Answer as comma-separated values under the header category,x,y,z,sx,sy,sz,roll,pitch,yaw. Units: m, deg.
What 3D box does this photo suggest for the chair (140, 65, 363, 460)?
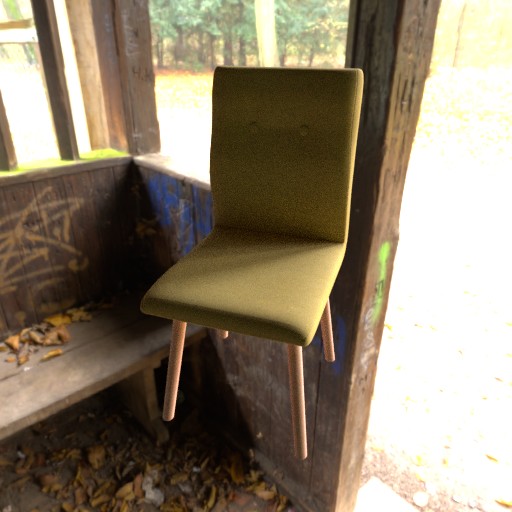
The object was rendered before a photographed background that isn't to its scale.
category,x,y,z,sx,sy,sz,roll,pitch,yaw
chair,0.000,0.000,1.266,0.450,0.965,0.550,9,28,17
